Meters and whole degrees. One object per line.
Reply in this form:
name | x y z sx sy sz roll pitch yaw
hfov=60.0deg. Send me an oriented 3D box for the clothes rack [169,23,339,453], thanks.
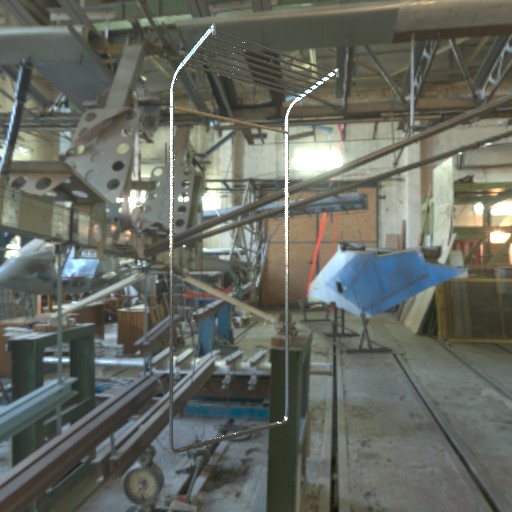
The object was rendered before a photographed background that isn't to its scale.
clothes rack | 0.000 0.000 1.812 0.609 1.574 0.349 1 -1 -35
